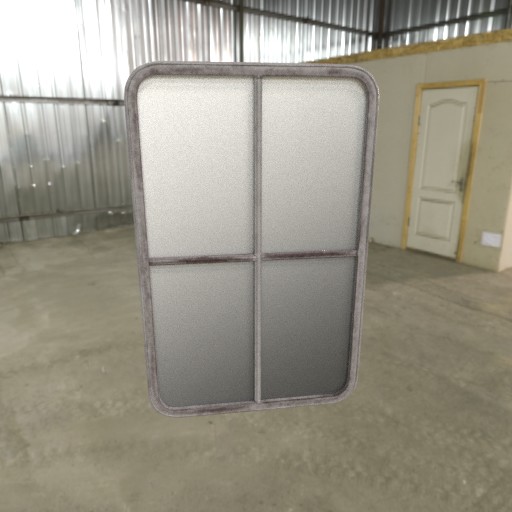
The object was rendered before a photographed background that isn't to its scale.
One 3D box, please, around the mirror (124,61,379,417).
[{"bbox_3d":[0.000,0.000,0.886,0.461,0.713,0.024,-2,17,-8],"label":"mirror"}]
